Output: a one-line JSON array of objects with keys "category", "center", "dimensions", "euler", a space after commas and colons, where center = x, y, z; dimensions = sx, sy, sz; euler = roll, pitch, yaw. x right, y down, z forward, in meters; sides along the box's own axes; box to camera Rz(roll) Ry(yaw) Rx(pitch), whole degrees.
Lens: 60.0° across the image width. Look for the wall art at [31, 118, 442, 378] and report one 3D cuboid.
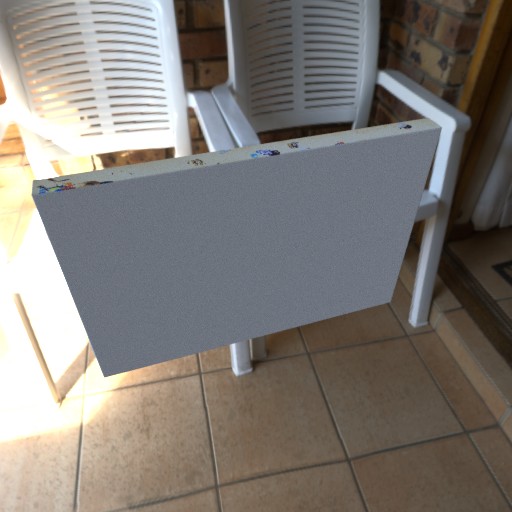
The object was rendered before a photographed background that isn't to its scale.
[{"category": "wall art", "center": [0.000, 0.000, 1.140], "dimensions": [0.894, 0.595, 0.057], "euler": [-12, 43, -14]}]
